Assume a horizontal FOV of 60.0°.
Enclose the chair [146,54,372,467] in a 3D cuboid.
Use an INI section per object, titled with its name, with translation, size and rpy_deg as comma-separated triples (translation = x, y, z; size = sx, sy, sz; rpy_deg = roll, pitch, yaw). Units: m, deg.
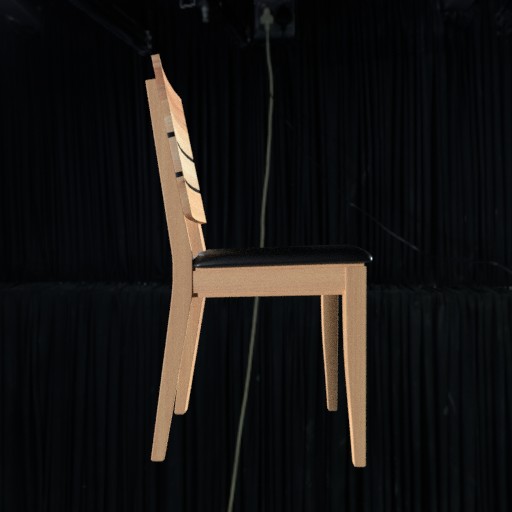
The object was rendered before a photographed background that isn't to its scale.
[chair]
translation = 0.000, 0.000, 1.177
size = 0.520, 0.940, 0.410
rpy_deg = 0, 0, 0
